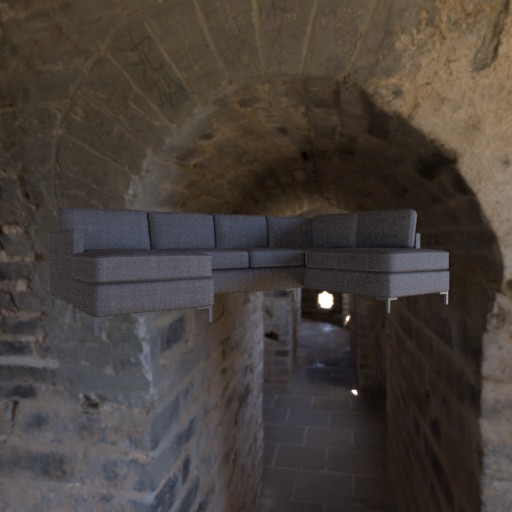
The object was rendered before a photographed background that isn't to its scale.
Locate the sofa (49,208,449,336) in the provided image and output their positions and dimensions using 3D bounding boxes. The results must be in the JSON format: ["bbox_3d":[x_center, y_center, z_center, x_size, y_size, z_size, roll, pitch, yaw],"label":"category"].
[{"bbox_3d":[0.000,0.000,4.339,3.423,0.999,2.048,-1,2,-36],"label":"sofa"}]
